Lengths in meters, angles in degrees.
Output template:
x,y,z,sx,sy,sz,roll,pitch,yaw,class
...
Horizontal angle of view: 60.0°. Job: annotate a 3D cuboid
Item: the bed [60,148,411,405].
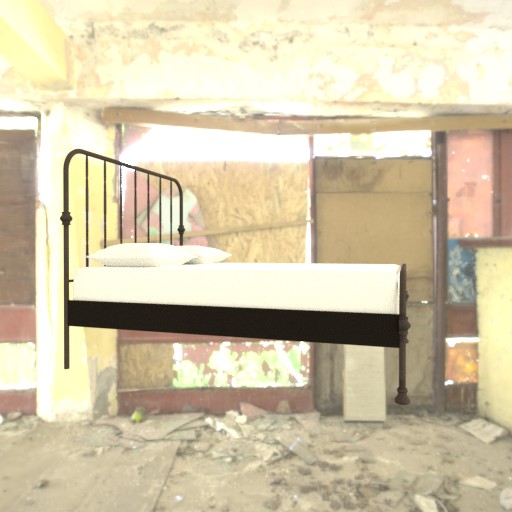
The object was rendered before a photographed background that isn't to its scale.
x,y,z,sx,sy,sz,roll,pitch,yaw,class
0.000,0.000,3.251,2.134,1.446,1.616,0,1,19,bed
